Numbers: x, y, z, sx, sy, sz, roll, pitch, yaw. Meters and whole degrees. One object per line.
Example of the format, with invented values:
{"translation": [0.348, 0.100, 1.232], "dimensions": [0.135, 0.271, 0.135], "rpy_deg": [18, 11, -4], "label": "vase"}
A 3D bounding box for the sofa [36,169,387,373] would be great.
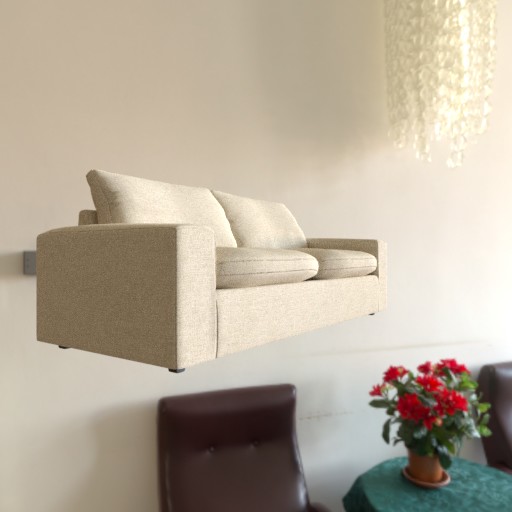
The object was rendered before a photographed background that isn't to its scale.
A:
{"translation": [0.000, 0.000, 2.825], "dimensions": [1.040, 0.922, 2.299], "rpy_deg": [0, 0, 35], "label": "sofa"}
